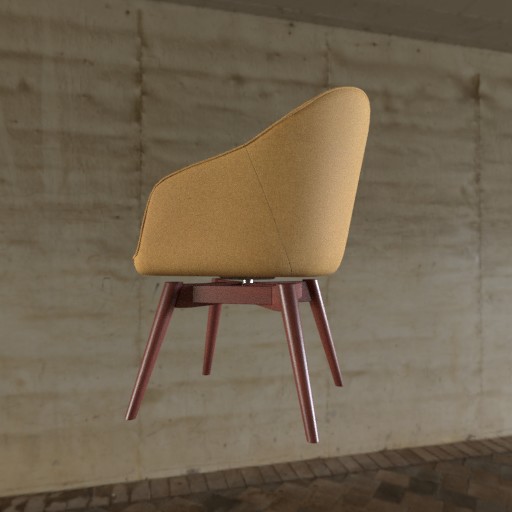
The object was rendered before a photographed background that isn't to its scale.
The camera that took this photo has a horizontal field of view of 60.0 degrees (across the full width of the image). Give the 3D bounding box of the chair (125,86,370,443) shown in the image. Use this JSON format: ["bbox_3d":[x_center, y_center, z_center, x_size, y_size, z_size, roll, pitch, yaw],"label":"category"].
[{"bbox_3d":[0.000,0.000,1.265,0.635,0.823,0.596,0,-1,18],"label":"chair"}]
